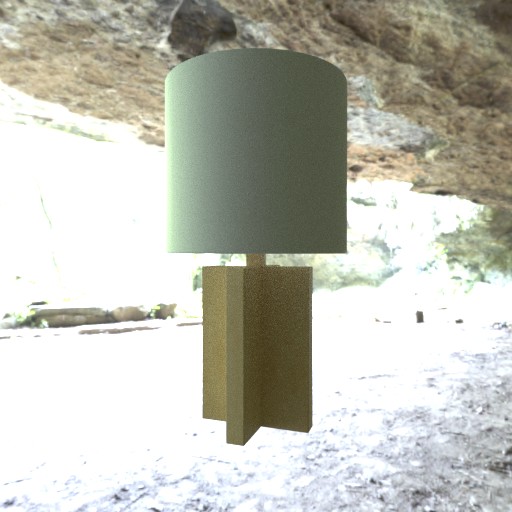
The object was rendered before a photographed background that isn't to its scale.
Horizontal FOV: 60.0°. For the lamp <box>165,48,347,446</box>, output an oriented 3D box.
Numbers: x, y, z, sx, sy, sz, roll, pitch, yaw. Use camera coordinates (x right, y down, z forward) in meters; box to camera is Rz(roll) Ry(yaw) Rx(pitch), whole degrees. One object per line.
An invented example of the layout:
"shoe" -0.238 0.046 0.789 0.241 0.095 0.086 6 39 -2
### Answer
"lamp" 0.000 0.000 0.568 0.229 0.428 0.229 0 0 20
